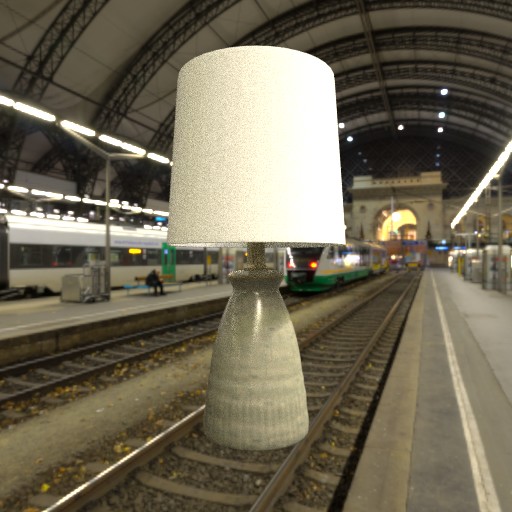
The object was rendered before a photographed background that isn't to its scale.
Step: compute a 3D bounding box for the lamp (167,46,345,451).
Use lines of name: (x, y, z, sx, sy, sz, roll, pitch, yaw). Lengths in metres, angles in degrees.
lamp: (0.000, 0.000, 0.471, 0.186, 0.369, 0.186, 0, 0, 0)
